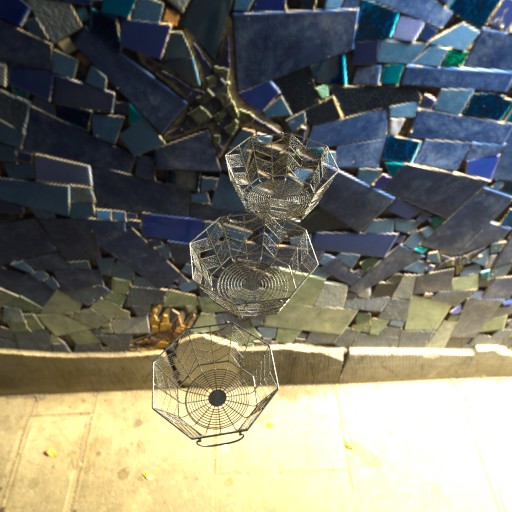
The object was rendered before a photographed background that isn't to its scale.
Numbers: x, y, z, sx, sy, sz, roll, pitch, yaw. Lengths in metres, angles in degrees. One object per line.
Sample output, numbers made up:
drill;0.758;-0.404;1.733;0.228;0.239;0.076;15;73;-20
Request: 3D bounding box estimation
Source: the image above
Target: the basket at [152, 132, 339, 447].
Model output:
basket;0.000;0.000;1.434;0.432;0.178;1.246;10;47;9
